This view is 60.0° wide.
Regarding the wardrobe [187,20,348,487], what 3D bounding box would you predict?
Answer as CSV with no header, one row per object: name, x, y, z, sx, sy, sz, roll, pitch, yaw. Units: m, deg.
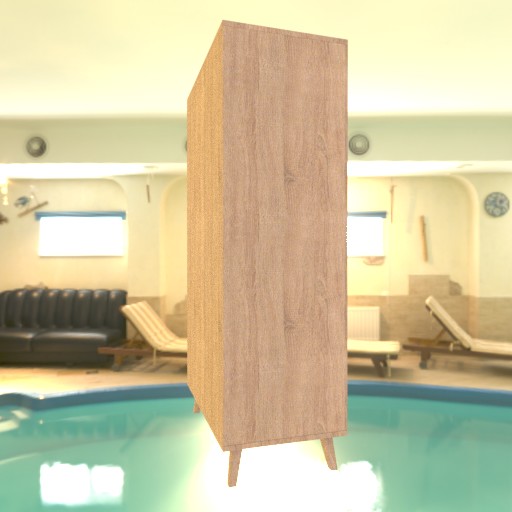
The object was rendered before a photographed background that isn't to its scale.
wardrobe,0.000,0.000,2.403,0.600,1.960,1.000,0,0,-17
